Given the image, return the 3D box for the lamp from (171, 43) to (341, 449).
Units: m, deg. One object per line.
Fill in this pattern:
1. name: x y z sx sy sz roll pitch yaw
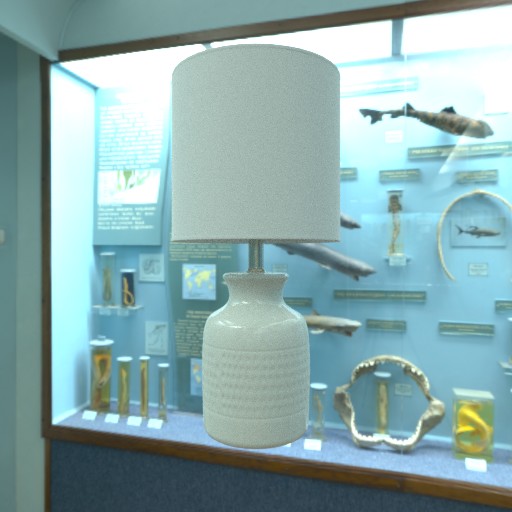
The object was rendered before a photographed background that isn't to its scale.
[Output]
1. lamp: 0.000 0.000 0.501 0.188 0.392 0.188 0 0 19
